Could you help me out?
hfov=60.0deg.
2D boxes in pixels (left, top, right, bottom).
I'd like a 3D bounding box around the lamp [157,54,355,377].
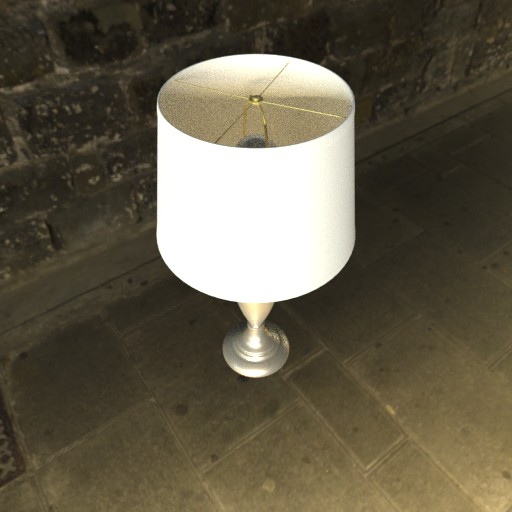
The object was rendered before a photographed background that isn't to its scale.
[{"bbox_3d":[0.000,0.000,0.798,0.328,0.612,0.328,0,47,0],"label":"lamp"}]
